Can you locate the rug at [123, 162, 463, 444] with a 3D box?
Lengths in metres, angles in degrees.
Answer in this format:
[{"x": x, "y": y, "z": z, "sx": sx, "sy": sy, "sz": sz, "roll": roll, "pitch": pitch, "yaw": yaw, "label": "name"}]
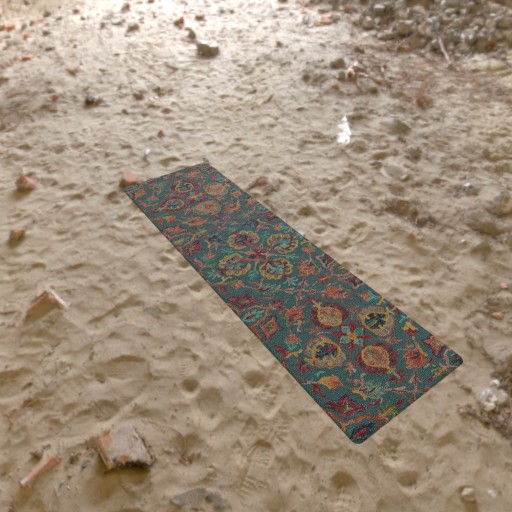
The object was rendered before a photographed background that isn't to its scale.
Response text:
[{"x": 0.000, "y": 0.000, "z": 2.549, "sx": 0.686, "sy": 0.013, "sz": 2.286, "roll": -25, "pitch": 46, "yaw": -26, "label": "rug"}]
